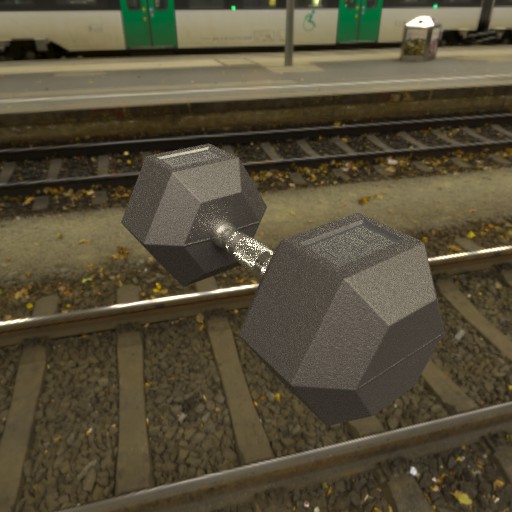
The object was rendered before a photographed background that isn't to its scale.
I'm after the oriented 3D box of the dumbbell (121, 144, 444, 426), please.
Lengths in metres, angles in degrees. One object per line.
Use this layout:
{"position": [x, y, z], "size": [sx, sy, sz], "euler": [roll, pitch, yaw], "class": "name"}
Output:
{"position": [0.000, 0.000, 0.334], "size": [0.122, 0.106, 0.271], "euler": [-20, 36, -30], "class": "dumbbell"}
